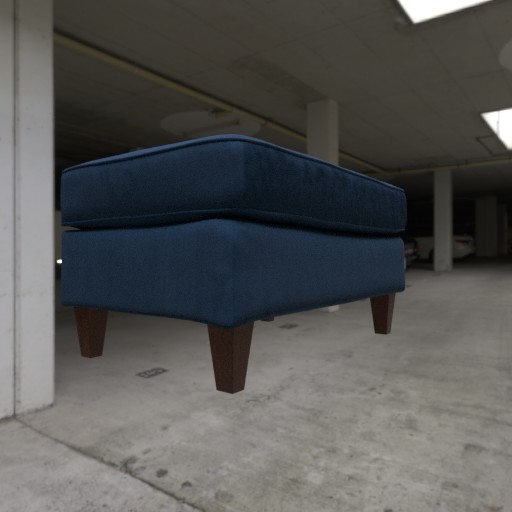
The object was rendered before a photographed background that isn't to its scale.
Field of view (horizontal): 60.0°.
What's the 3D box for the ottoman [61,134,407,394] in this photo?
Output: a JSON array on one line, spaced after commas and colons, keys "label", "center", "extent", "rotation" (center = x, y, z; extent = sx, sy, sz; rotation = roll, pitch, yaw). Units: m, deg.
[{"label": "ottoman", "center": [0.000, 0.000, 1.230], "extent": [0.583, 0.484, 0.862], "rotation": [0, 0, 37]}]
